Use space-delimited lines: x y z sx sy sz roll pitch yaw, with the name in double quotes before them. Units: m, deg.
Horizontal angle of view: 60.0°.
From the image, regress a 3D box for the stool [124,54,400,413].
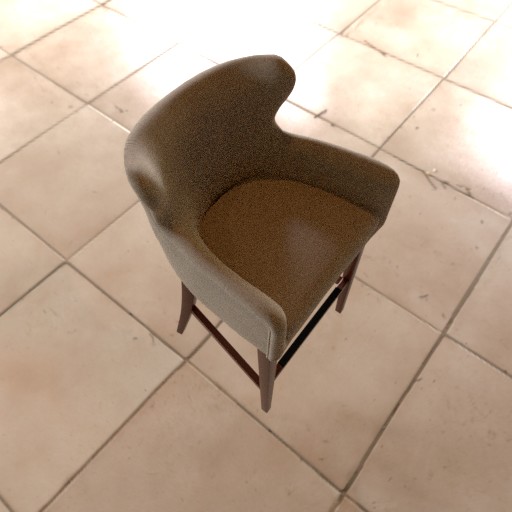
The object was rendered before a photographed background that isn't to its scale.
"stool" 0.000 0.000 1.408 0.563 1.034 0.556 33 64 19
